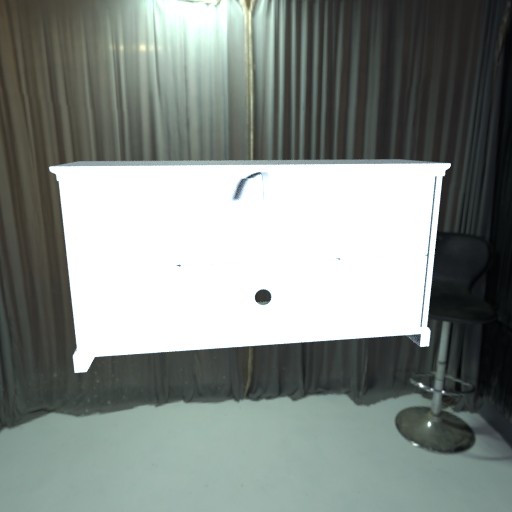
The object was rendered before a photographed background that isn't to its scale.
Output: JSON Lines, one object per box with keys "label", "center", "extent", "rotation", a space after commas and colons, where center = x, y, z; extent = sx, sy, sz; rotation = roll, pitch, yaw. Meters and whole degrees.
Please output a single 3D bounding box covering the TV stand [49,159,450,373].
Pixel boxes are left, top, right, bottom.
{"label": "TV stand", "center": [0.000, 0.000, 1.513], "extent": [1.187, 0.624, 0.424], "rotation": [-2, 15, -9]}
